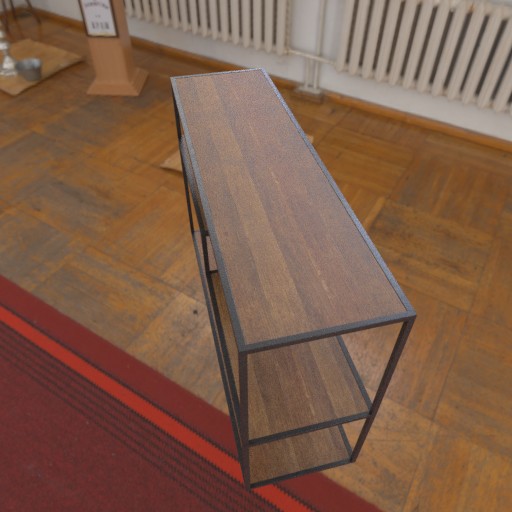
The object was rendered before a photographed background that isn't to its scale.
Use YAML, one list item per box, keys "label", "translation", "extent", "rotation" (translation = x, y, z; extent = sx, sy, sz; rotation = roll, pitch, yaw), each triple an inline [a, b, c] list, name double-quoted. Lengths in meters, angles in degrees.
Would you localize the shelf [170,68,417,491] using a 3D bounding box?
- label: "shelf"
  translation: [0.000, 0.000, 1.512]
  extent: [0.361, 0.765, 1.201]
  rotation: [-10, 46, -10]
